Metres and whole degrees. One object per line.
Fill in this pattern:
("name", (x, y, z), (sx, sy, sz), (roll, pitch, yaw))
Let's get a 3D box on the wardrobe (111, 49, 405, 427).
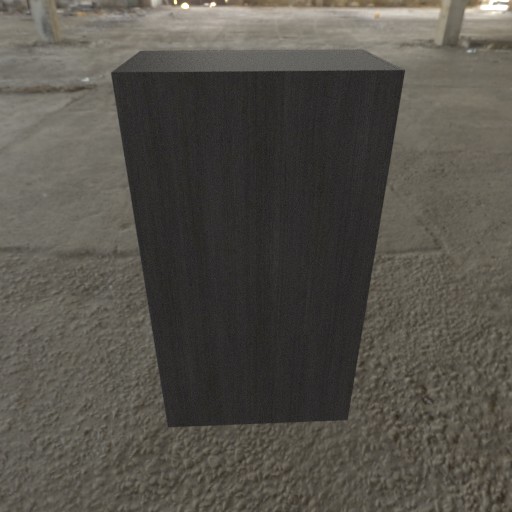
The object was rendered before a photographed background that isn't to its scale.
("wardrobe", (0.000, 0.000, 2.205), (0.991, 1.808, 0.577), (-1, 32, -2))
